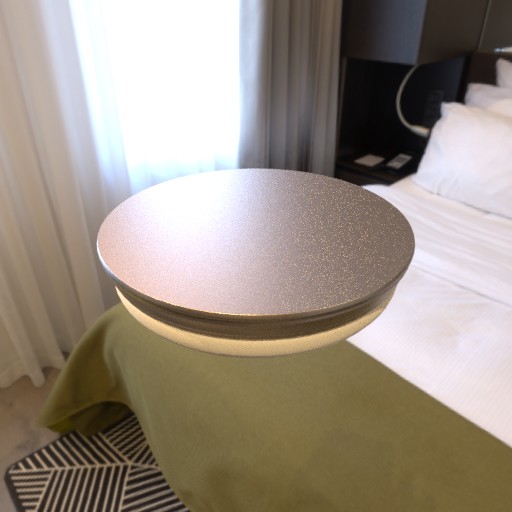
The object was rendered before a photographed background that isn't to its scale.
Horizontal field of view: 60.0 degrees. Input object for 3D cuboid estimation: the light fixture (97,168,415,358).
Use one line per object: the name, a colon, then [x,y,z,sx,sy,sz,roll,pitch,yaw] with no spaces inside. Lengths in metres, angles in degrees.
light fixture: [0.000,0.000,0.559,0.368,0.100,0.368,0,31,0]
